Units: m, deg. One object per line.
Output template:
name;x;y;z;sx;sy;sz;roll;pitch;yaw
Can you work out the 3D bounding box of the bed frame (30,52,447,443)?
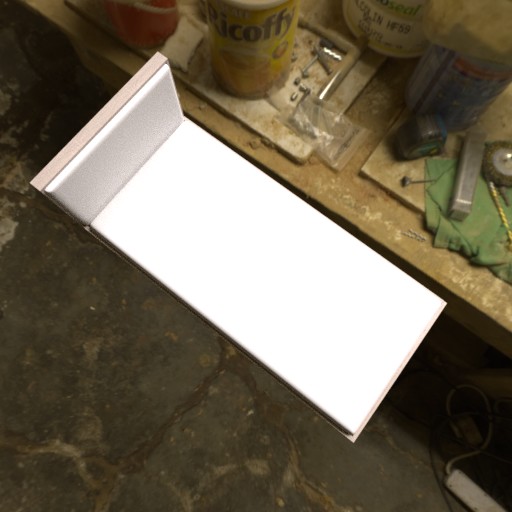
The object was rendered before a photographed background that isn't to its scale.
bed frame;0.000;0.000;2.628;2.140;0.920;0.990;37;78;9
